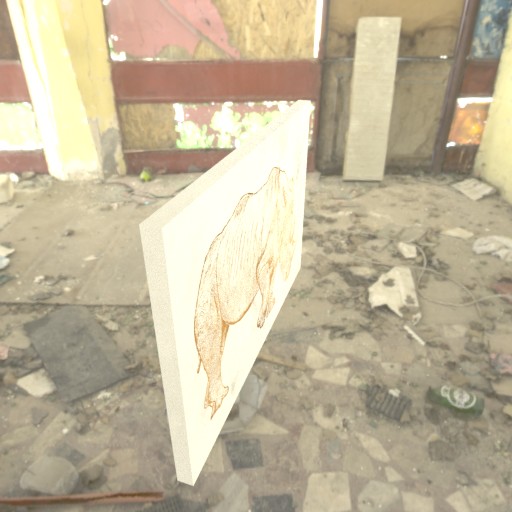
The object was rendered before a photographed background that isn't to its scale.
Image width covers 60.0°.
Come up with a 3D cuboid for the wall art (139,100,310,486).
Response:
[{"bbox_3d":[0.000,0.000,1.158,0.038,0.610,0.915,10,32,16],"label":"wall art"}]
